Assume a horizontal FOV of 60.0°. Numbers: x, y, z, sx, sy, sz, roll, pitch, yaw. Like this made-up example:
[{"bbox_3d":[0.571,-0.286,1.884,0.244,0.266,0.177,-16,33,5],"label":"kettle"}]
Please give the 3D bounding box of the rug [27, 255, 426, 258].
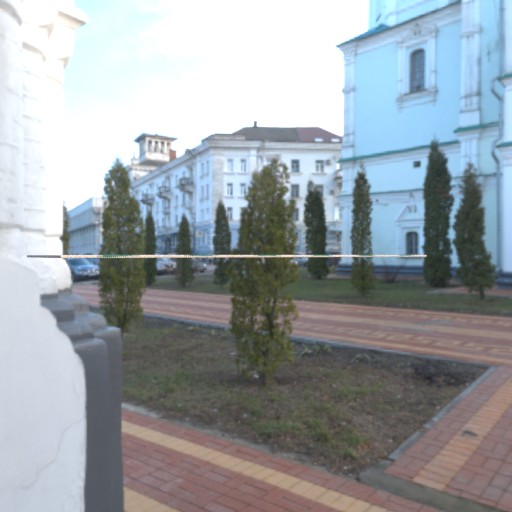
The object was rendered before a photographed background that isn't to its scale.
[{"bbox_3d":[0.000,0.000,2.746,2.438,0.012,0.768,0,0,-36],"label":"rug"}]
